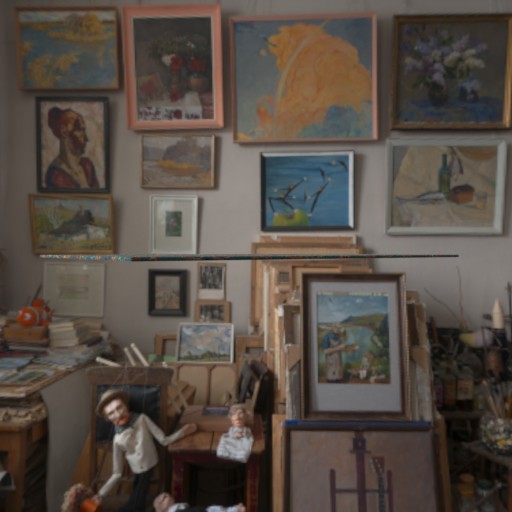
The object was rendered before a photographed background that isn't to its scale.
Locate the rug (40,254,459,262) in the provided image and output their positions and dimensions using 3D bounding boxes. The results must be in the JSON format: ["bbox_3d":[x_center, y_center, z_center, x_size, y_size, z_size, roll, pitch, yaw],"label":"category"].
[{"bbox_3d":[0.000,0.000,2.320,1.836,0.014,1.216,0,1,-37],"label":"rug"}]
